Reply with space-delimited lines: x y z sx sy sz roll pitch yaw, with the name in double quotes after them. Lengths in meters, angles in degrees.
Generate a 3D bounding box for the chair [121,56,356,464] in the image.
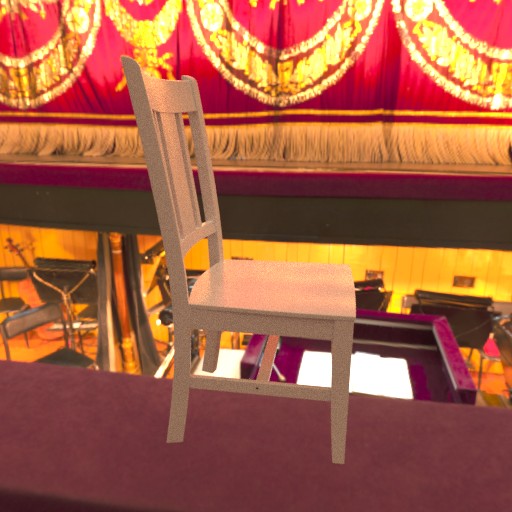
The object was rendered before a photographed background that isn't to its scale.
0.000 0.000 1.257 0.555 0.998 0.450 3 17 9 "chair"
